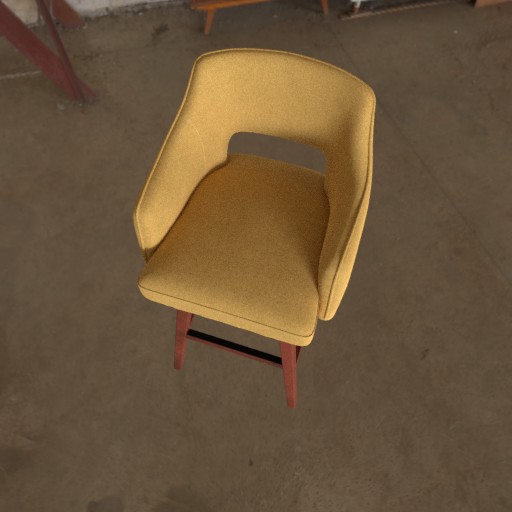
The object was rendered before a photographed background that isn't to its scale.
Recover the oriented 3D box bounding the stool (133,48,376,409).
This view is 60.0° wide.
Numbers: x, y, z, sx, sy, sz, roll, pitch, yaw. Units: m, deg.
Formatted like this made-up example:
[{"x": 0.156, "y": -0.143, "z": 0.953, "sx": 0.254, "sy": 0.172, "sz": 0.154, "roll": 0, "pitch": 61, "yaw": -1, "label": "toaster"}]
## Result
[{"x": 0.000, "y": 0.000, "z": 1.341, "sx": 0.548, "sy": 1.012, "sz": 0.558, "roll": 16, "pitch": 59, "yaw": 10, "label": "stool"}]
